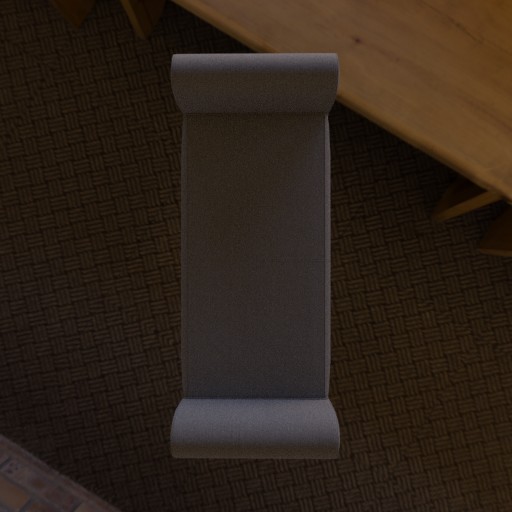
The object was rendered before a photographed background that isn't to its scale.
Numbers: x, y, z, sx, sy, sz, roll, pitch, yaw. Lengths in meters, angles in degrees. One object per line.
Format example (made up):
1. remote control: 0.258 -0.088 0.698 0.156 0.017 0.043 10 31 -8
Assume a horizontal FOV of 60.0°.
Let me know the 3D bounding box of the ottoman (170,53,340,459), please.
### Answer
1. ottoman: 0.000 0.000 1.593 0.521 0.547 1.256 0 90 1
